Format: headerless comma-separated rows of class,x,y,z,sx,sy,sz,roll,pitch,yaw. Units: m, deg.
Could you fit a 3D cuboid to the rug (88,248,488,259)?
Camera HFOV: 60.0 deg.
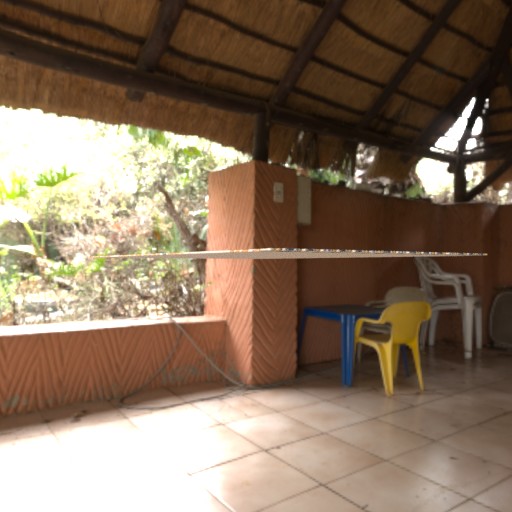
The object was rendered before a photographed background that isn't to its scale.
rug,0.000,0.000,2.341,1.230,0.008,1.827,1,-1,-36
